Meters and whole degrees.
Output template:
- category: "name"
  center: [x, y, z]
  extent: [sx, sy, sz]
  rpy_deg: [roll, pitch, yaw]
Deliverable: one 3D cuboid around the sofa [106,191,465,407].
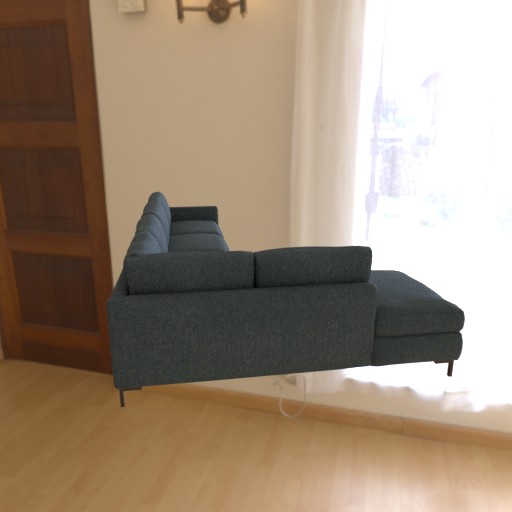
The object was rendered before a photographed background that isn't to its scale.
- category: "sofa"
  center: [0.000, 0.000, 3.784]
  extent: [2.007, 0.815, 2.949]
  rpy_deg: [-3, 16, -9]
